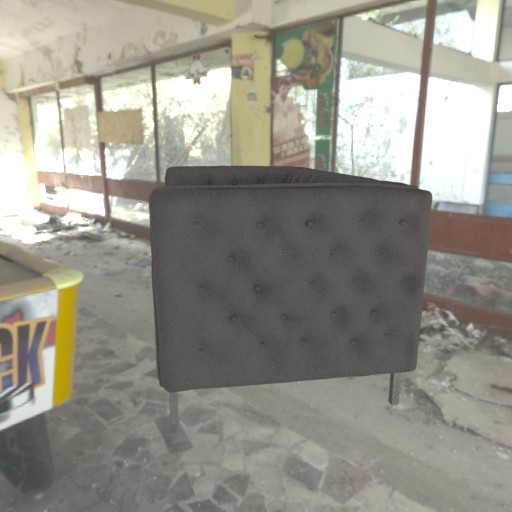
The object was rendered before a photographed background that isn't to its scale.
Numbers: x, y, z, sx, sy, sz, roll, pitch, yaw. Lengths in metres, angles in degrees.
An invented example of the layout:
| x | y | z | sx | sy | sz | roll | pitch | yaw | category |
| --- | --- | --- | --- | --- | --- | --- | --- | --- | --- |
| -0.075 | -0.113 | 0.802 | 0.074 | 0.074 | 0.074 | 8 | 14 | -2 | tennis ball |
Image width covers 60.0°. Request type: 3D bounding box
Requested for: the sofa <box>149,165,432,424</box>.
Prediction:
| x | y | z | sx | sy | sz | roll | pitch | yaw | category |
| --- | --- | --- | --- | --- | --- | --- | --- | --- | --- |
| 0.000 | 0.000 | 2.153 | 0.909 | 0.810 | 1.583 | -2 | 14 | -9 | sofa |
